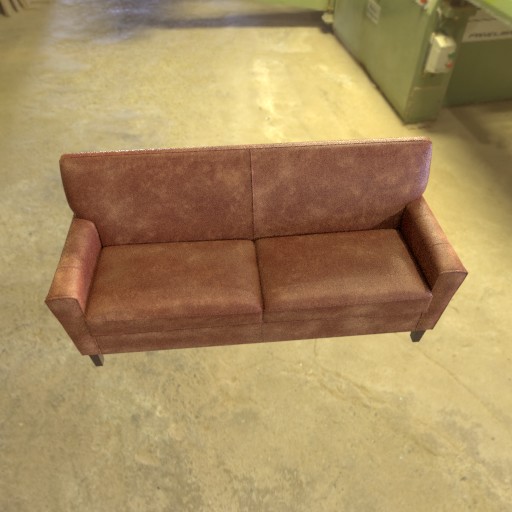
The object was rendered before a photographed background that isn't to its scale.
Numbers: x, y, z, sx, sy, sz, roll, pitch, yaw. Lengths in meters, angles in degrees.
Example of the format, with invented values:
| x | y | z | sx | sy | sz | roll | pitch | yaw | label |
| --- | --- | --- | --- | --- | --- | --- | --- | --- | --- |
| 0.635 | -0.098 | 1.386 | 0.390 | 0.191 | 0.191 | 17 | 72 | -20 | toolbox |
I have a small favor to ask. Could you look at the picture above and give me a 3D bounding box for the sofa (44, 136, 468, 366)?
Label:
| x | y | z | sx | sy | sz | roll | pitch | yaw | label |
| --- | --- | --- | --- | --- | --- | --- | --- | --- | --- |
| 0.000 | 0.000 | 2.490 | 2.053 | 0.947 | 0.805 | -4 | 46 | -3 | sofa |
